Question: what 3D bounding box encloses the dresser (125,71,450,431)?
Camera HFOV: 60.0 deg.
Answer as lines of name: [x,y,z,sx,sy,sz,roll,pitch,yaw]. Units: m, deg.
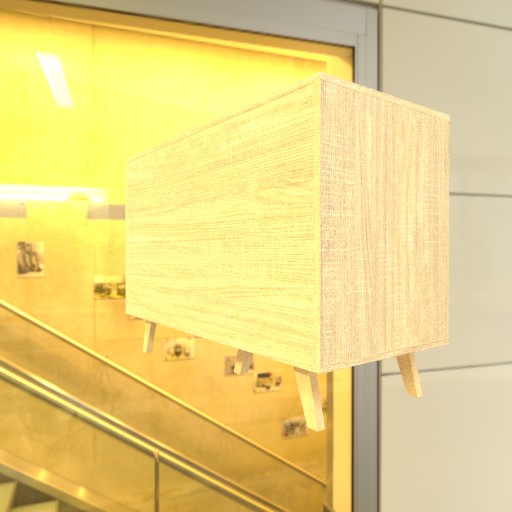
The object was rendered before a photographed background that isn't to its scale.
dresser: [0.000,0.000,1.517,0.500,0.780,1.110,-1,1,-37]
